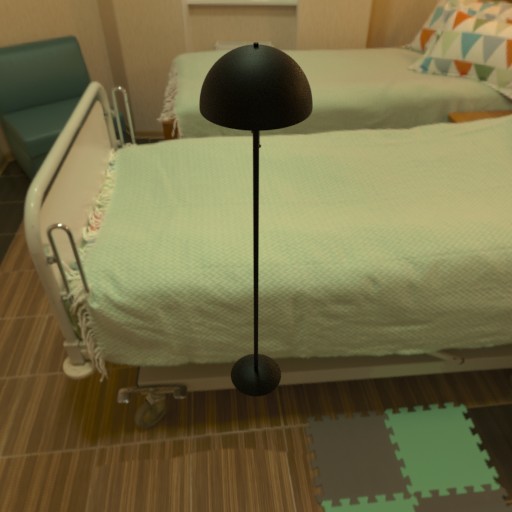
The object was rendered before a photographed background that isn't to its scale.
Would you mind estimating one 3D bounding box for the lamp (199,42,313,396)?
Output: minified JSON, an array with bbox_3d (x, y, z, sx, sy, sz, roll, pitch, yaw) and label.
[{"bbox_3d":[0.000,0.000,1.655,0.328,1.480,0.328,-24,46,-26],"label":"lamp"}]
